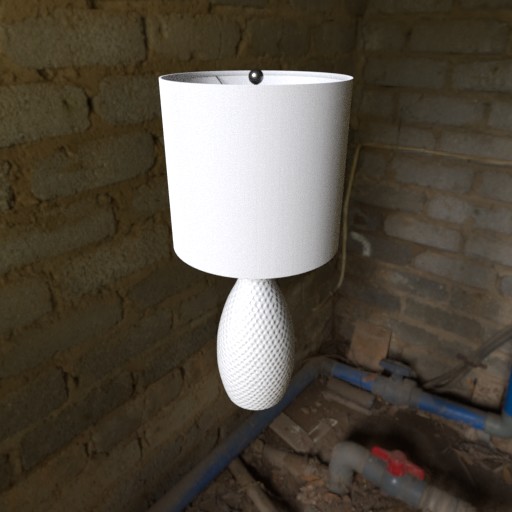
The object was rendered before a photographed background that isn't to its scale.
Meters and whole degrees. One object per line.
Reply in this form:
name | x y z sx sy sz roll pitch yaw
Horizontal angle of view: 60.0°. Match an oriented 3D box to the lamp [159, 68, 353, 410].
lamp | 0.000 0.000 0.597 0.214 0.466 0.214 0 26 0
